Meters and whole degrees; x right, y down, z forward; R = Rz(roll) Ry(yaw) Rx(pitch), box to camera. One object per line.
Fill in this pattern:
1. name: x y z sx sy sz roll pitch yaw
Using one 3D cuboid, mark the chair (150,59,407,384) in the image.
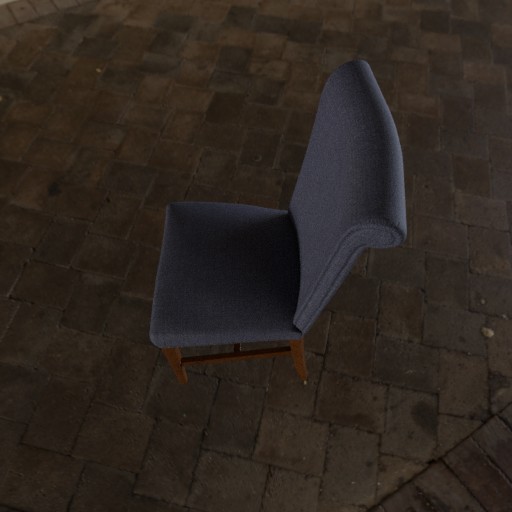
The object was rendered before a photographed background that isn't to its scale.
1. chair: 0.000 0.000 1.340 0.608 0.988 0.513 0 58 0
